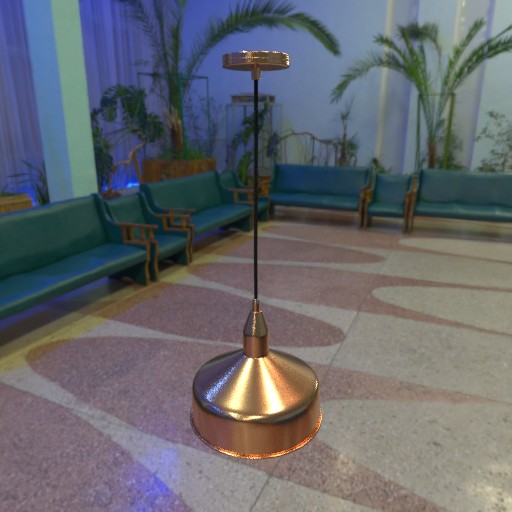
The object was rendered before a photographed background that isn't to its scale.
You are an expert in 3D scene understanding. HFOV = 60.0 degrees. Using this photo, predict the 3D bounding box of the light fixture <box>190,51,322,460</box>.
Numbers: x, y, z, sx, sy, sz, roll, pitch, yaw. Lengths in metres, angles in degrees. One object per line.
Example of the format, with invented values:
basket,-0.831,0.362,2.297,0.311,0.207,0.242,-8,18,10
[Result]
light fixture,0.000,0.000,0.910,0.301,0.754,0.301,9,19,26
